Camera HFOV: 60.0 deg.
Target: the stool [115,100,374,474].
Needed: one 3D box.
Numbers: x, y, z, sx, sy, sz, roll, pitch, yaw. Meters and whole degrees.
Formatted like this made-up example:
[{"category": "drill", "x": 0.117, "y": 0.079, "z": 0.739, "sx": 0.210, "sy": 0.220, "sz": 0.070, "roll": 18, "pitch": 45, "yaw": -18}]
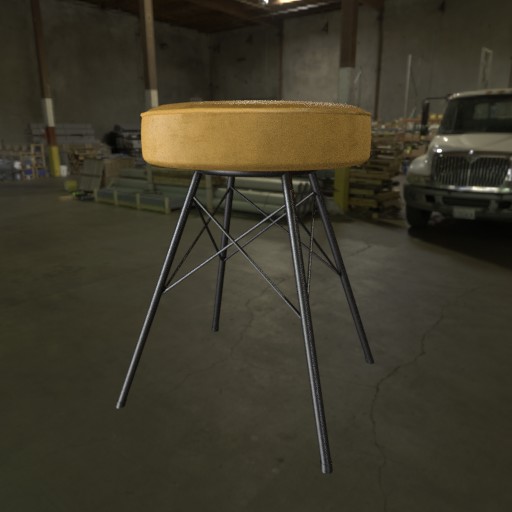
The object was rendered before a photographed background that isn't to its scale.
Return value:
[{"category": "stool", "x": 0.000, "y": 0.000, "z": 0.921, "sx": 0.472, "sy": 0.595, "sz": 0.438, "roll": 8, "pitch": 17, "yaw": 25}]
